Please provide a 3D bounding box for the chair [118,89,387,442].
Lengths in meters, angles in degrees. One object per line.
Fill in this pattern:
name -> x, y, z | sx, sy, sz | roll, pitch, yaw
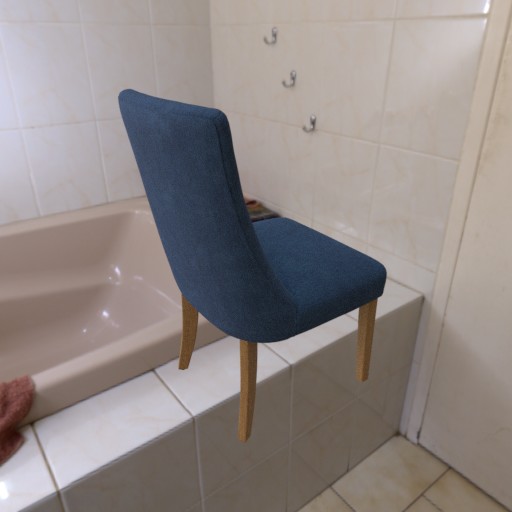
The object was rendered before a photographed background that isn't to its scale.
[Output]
chair -> 0.000, 0.000, 1.275 | 0.609, 0.902, 0.495 | -17, 31, -31
